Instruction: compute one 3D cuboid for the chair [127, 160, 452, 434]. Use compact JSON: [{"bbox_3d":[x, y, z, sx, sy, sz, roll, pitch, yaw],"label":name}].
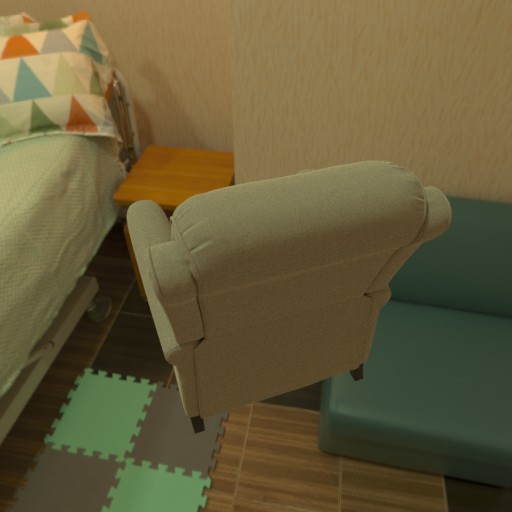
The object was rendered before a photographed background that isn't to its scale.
[{"bbox_3d":[0.000,0.000,1.662,0.859,1.046,0.919,-13,44,-14],"label":"chair"}]
